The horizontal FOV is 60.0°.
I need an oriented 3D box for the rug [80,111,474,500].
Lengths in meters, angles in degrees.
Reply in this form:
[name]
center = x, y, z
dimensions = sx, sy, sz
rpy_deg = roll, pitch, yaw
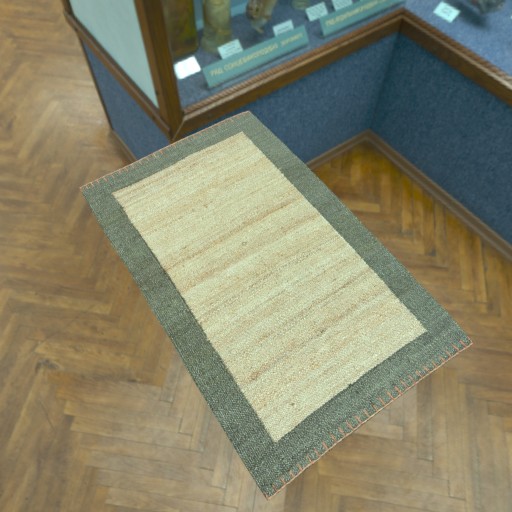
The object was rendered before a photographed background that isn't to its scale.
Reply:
[rug]
center = 0.000, 0.000, 2.937
dimensions = 1.521, 0.006, 2.435
rpy_deg = -30, 63, -17
